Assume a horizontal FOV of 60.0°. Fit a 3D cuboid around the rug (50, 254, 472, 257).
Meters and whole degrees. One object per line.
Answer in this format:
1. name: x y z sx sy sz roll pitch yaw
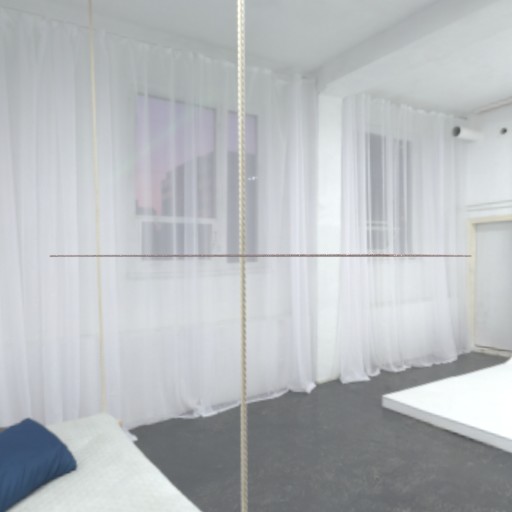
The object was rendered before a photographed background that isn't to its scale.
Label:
1. rug: 0.000 0.000 2.298 1.829 0.009 1.219 0 0 36
